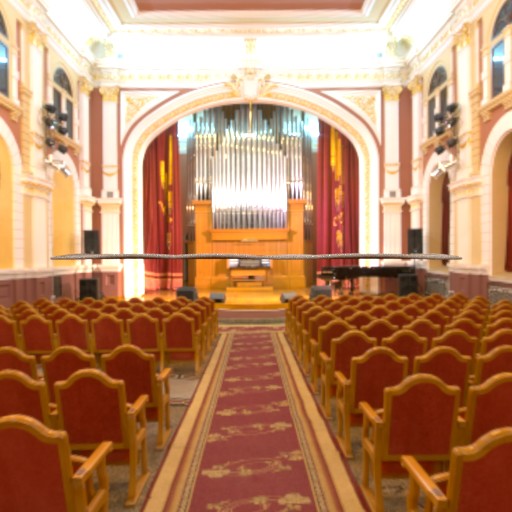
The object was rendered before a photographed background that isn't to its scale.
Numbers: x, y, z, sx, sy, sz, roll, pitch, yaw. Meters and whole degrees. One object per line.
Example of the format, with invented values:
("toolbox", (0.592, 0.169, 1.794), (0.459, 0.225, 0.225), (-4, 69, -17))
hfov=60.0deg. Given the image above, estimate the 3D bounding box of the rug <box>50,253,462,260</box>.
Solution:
("rug", (0.000, 0.000, 0.900), (0.551, 0.008, 0.642), (0, 0, 0))
